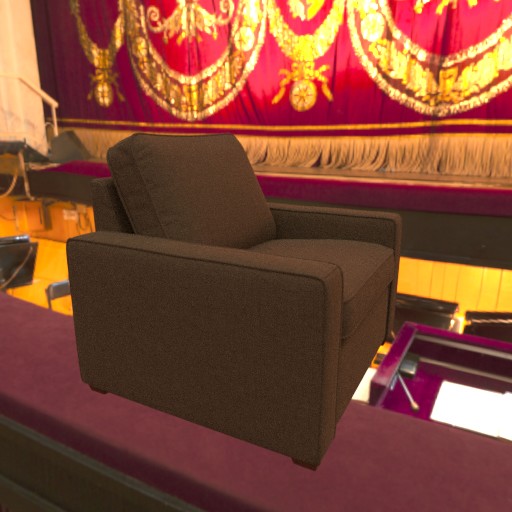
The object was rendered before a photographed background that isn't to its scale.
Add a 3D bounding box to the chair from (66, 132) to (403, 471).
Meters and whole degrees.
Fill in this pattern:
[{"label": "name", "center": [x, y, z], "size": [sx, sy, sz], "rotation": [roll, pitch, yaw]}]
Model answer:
[{"label": "chair", "center": [0.000, 0.000, 1.712], "size": [0.940, 0.919, 1.017], "rotation": [8, 18, 27]}]
